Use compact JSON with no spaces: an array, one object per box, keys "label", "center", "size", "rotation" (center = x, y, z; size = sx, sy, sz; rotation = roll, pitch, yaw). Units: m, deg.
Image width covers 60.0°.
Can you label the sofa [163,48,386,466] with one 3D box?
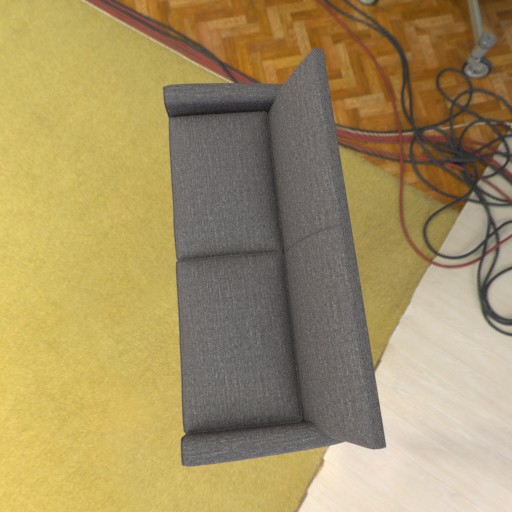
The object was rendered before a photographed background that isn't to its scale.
[{"label":"sofa","center":[0.000,0.000,2.404],"size":[0.875,0.846,1.976],"rotation":[-5,75,-1]}]
